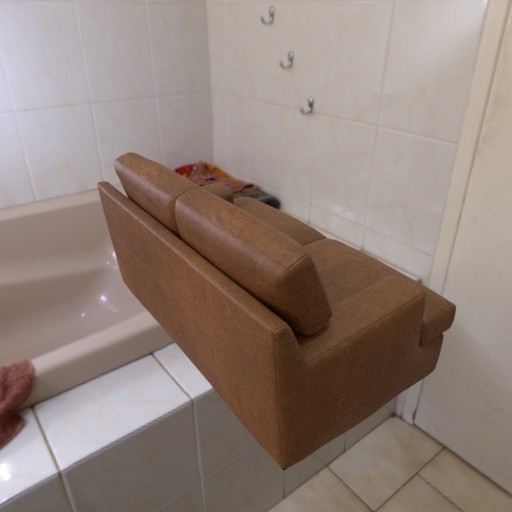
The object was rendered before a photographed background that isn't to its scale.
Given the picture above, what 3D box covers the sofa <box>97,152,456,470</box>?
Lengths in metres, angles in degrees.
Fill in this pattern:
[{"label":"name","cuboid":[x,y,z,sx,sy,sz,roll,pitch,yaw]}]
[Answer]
[{"label":"sofa","cuboid":[0.000,0.000,2.485,1.144,0.966,1.880,-19,33,-31]}]
